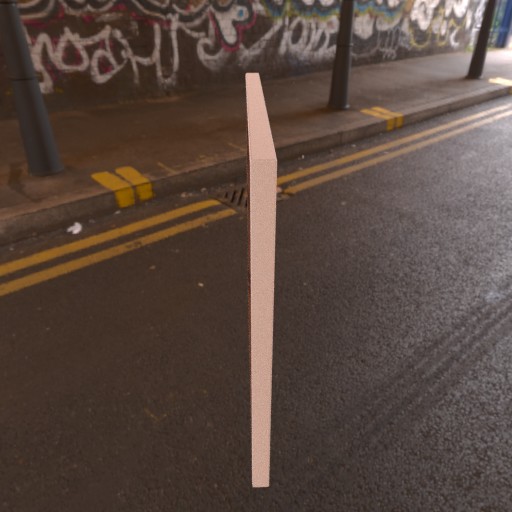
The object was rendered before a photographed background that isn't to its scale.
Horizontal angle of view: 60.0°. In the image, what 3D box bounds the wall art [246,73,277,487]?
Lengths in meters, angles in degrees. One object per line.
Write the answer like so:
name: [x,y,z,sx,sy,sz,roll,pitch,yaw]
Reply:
wall art: [0.000,0.000,1.499,0.049,1.009,1.009,-1,31,-1]
